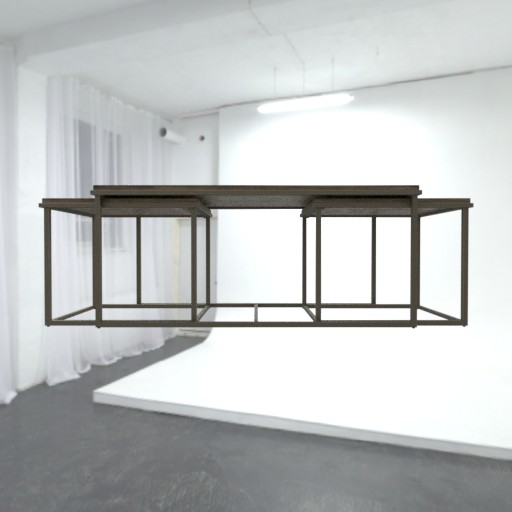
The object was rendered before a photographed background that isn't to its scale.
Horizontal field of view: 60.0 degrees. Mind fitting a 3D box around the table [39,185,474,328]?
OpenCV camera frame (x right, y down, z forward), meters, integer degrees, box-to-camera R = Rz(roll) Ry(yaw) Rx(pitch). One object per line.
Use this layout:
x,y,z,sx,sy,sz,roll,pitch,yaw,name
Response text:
0.000,0.000,1.554,1.312,0.427,0.489,0,1,0,table
